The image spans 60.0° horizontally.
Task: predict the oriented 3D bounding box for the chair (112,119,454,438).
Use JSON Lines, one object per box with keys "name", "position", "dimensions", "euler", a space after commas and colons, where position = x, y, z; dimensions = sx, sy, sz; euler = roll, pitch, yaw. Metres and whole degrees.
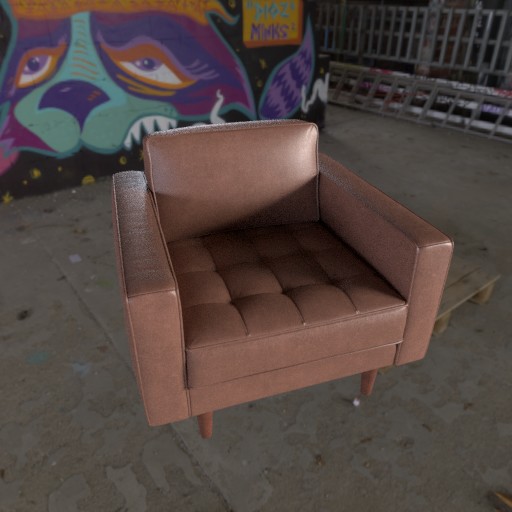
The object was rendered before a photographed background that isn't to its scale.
{"name": "chair", "position": [0.000, 0.000, 1.528], "dimensions": [0.920, 0.770, 0.900], "euler": [-9, 32, -15]}
